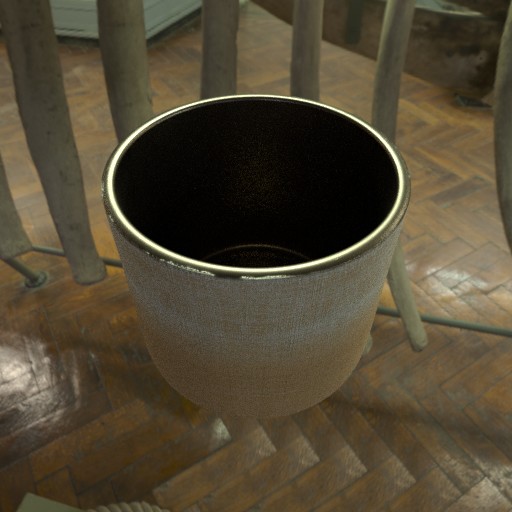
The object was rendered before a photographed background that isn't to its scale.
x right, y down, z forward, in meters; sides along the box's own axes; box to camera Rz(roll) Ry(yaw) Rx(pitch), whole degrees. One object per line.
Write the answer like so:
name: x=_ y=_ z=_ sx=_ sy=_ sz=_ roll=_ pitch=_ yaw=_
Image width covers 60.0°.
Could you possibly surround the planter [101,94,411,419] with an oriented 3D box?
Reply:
planter: x=0.000 y=0.000 z=0.443 sx=0.254 sy=0.221 sz=0.254 roll=0 pitch=46 yaw=0
